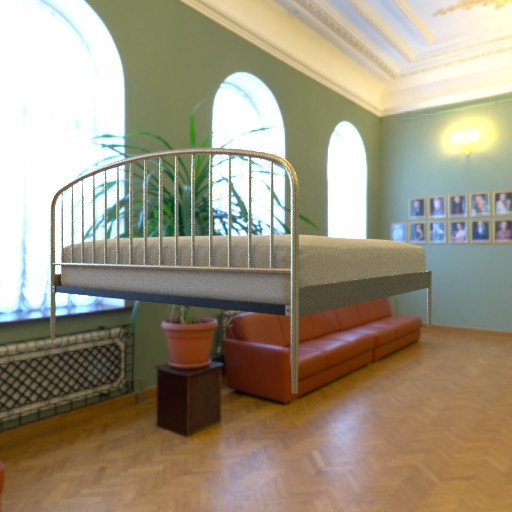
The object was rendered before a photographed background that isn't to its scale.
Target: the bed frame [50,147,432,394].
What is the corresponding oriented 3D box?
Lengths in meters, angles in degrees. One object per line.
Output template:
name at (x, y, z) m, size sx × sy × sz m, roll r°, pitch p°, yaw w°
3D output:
bed frame at (0.000, 0.000, 3.374) m, size 2.016 × 1.174 × 2.152 m, roll 0°, pitch 1°, yaw 36°
